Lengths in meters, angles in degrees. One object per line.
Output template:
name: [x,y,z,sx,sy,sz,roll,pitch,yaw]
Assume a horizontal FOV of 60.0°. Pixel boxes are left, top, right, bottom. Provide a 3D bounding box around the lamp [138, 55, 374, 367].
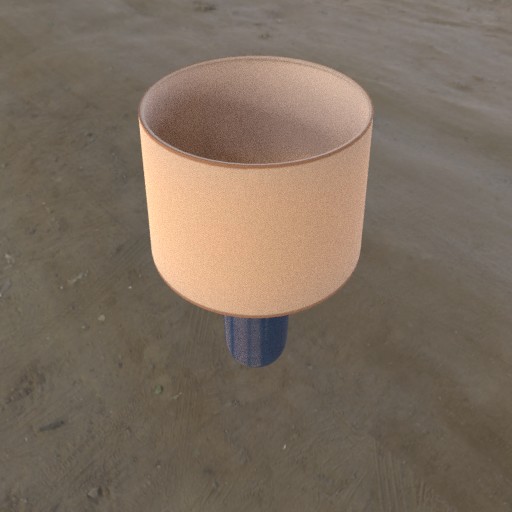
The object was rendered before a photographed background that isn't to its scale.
lamp: [0.000,0.000,0.827,0.367,0.609,0.367,0,45,0]
